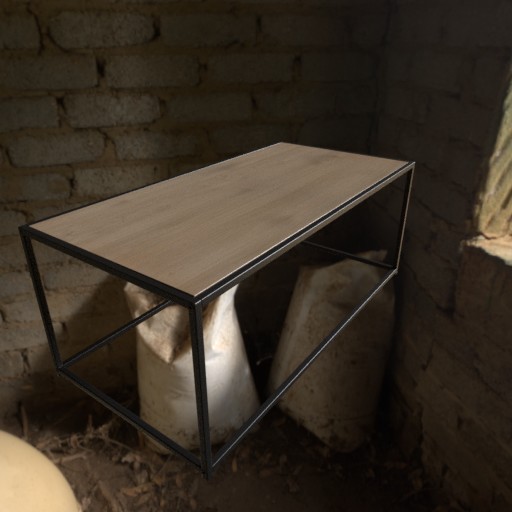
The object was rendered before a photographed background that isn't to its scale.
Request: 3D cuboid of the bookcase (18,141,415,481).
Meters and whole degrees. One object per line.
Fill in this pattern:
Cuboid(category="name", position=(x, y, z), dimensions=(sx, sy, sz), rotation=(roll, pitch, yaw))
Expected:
Cuboid(category="bookcase", position=(0.000, 0.000, 1.240), dimensions=(0.500, 0.400, 1.000), rotation=(18, 32, 32))
